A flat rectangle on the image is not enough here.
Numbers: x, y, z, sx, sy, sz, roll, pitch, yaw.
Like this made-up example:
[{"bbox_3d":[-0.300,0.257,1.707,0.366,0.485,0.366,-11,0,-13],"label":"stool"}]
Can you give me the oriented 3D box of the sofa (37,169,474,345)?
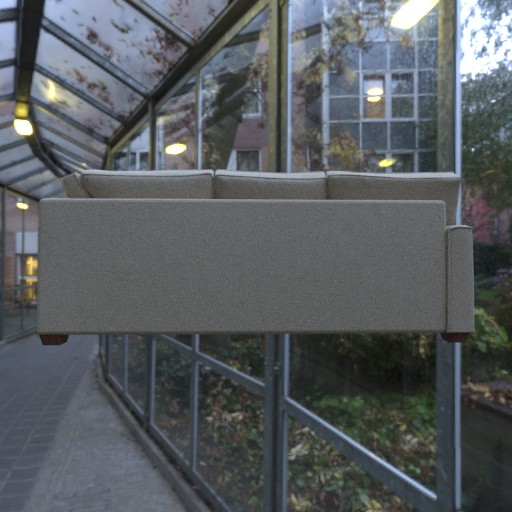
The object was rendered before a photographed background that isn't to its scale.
[{"bbox_3d":[0.000,0.000,2.851,2.317,0.962,1.061,0,-1,-2],"label":"sofa"}]
